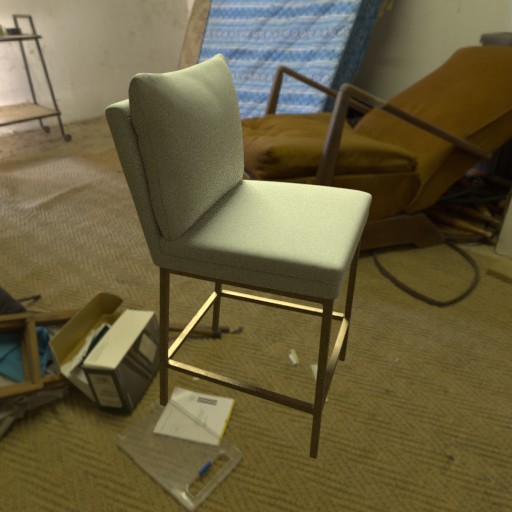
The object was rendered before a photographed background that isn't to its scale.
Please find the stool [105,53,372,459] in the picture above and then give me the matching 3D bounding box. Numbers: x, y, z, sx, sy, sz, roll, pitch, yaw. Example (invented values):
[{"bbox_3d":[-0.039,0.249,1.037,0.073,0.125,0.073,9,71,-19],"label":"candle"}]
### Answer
[{"bbox_3d":[0.000,0.000,1.292,0.572,1.032,0.463,11,32,18],"label":"stool"}]
